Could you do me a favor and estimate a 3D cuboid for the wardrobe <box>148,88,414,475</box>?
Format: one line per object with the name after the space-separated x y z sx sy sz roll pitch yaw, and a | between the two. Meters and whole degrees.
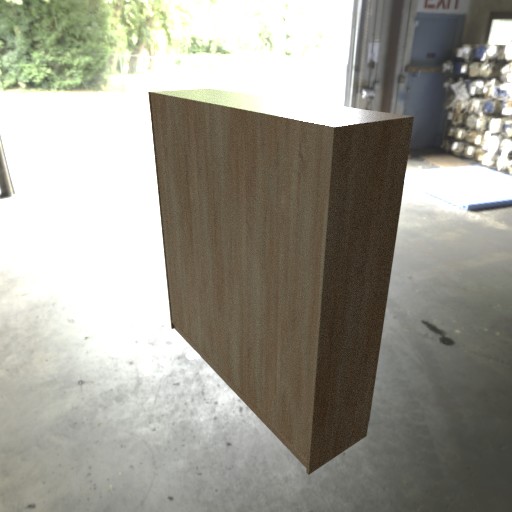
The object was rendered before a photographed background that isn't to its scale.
0.000 0.000 3.254 0.598 2.159 1.998 -17 30 -32 | wardrobe
